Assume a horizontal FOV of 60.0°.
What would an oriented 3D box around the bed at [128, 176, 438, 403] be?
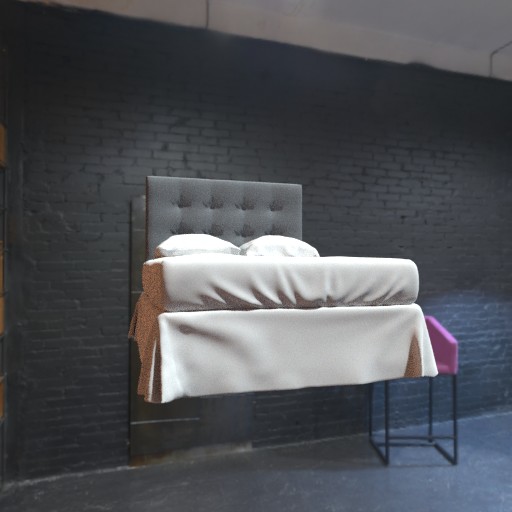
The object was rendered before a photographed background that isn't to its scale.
[{"bbox_3d":[0.000,0.000,3.568,1.936,1.577,2.222,0,-1,-17],"label":"bed"}]
